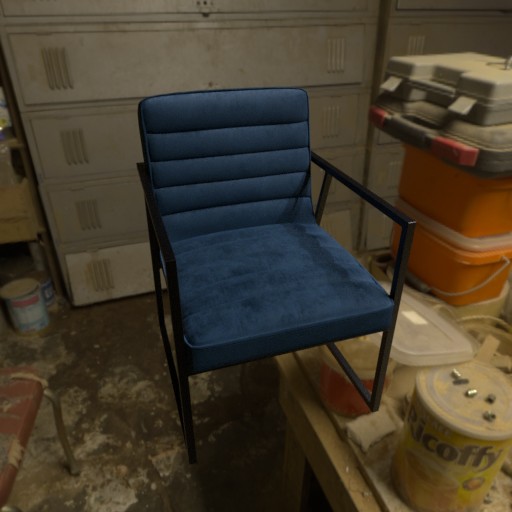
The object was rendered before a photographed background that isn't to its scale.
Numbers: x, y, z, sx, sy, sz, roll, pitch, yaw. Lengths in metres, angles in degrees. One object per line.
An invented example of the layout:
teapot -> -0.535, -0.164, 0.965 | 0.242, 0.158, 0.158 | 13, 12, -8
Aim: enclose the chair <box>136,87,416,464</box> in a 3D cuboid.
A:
chair -> 0.000, 0.000, 1.285 | 0.571, 0.833, 0.677 | -9, 31, -15
